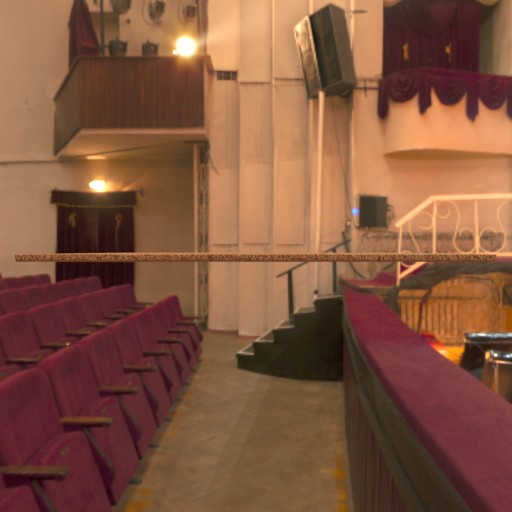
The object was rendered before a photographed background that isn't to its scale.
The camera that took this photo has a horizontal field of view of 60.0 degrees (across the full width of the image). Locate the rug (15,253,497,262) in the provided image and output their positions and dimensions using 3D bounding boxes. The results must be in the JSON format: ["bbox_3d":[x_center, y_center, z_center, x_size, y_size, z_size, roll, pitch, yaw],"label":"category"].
[{"bbox_3d":[0.000,0.000,2.055,1.600,0.025,1.199,0,1,0],"label":"rug"}]
